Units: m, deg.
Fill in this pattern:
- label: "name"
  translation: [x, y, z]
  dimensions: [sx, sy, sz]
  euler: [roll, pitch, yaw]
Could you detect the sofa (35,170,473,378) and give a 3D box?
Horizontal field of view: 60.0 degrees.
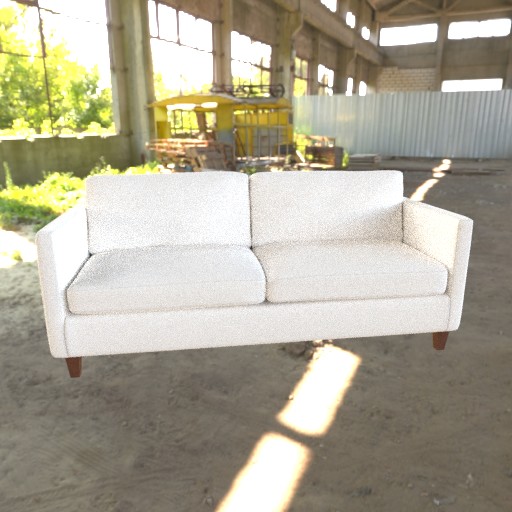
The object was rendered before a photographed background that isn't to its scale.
- label: "sofa"
  translation: [0.000, 0.000, 2.580]
  dimensions: [2.139, 0.933, 0.924]
  euler: [-2, 16, -8]
